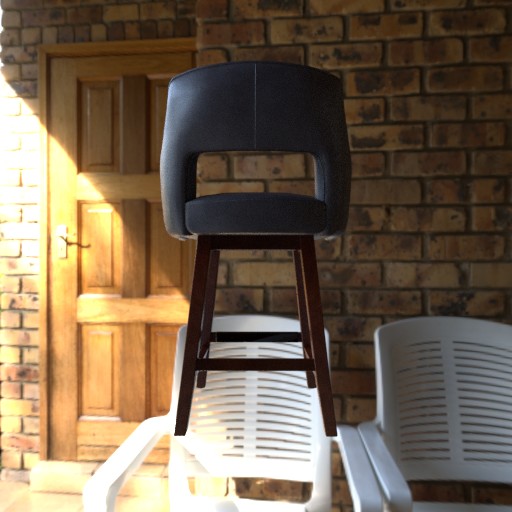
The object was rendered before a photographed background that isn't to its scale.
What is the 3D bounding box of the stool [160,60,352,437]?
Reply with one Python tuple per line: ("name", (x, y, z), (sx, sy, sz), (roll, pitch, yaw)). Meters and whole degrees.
("stool", (0.000, 0.000, 1.327), (0.550, 0.936, 0.560), (0, 0, 0))
